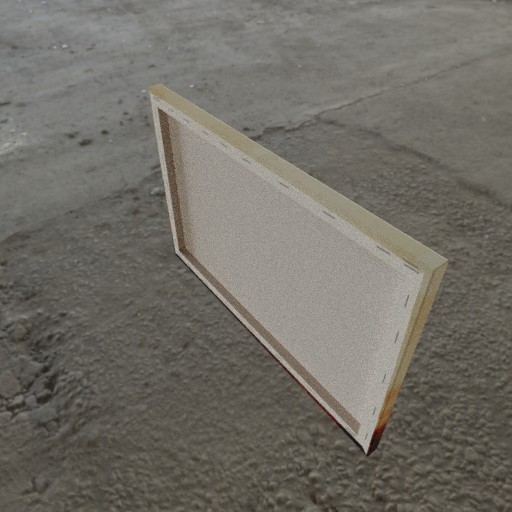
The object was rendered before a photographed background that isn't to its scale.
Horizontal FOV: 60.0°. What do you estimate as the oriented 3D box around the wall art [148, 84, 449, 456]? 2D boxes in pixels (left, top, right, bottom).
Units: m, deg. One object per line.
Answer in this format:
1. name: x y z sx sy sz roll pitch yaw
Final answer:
1. wall art: 0.000 0.000 1.131 0.038 0.602 0.918 -27 48 -27
